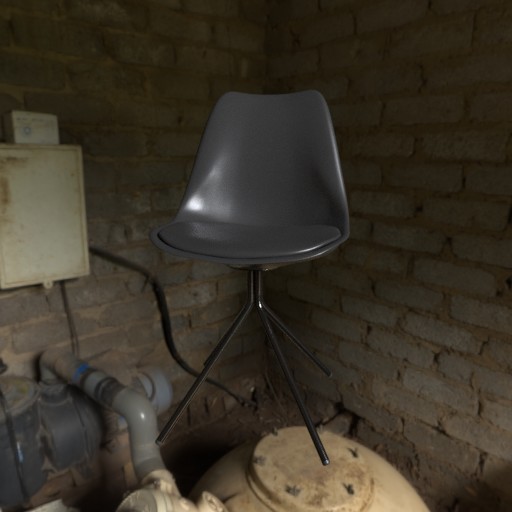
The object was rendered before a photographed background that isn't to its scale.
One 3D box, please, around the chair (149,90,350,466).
[{"bbox_3d":[0.000,0.000,1.133,0.461,0.850,0.525,3,14,10],"label":"chair"}]
